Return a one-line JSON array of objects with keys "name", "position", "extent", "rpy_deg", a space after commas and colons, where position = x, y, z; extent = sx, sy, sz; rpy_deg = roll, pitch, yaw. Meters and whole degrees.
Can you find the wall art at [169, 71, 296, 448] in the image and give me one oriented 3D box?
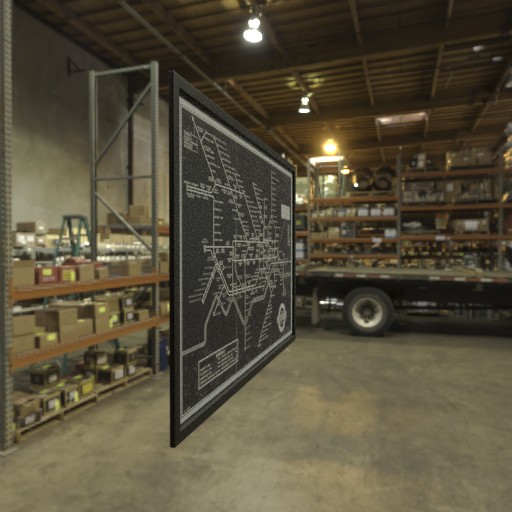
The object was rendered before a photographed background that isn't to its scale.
[{"name": "wall art", "position": [0.000, 0.000, 1.519], "extent": [0.013, 0.811, 1.192], "rpy_deg": [0, 1, 18]}]
